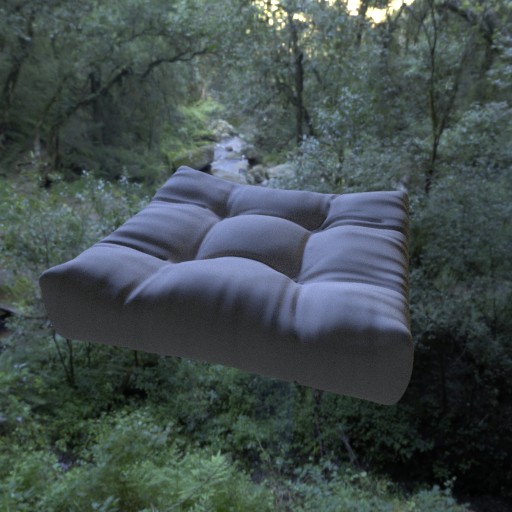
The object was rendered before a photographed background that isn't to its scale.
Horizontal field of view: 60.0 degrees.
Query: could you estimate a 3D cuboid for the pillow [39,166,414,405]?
[{"bbox_3d":[0.000,0.000,0.733,0.490,0.128,0.468,9,32,14],"label":"pillow"}]
